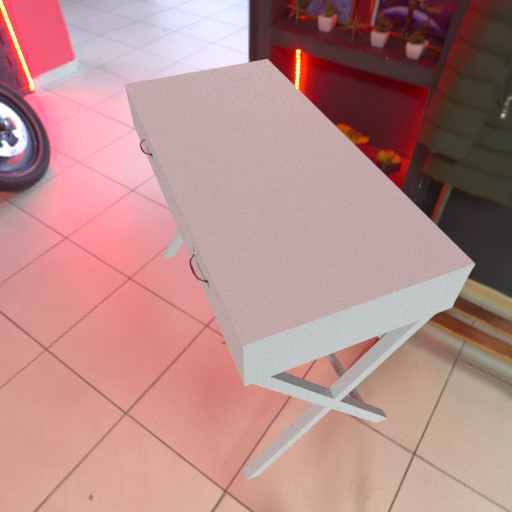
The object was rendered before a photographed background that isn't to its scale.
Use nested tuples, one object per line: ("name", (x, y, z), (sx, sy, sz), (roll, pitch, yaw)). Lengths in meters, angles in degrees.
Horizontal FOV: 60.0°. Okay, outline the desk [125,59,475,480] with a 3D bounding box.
("desk", (0.000, 0.000, 1.446), (0.525, 0.780, 1.057), (-17, 49, -15))
